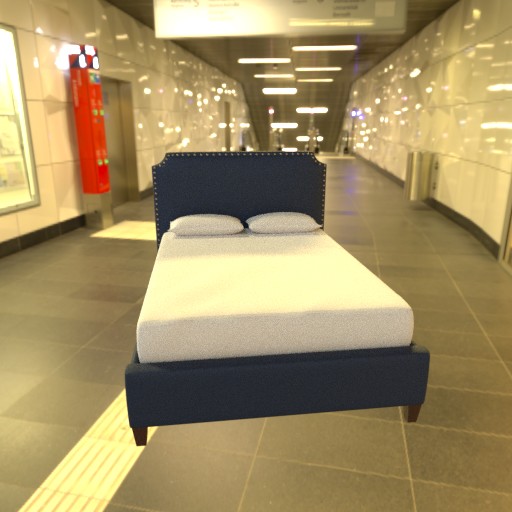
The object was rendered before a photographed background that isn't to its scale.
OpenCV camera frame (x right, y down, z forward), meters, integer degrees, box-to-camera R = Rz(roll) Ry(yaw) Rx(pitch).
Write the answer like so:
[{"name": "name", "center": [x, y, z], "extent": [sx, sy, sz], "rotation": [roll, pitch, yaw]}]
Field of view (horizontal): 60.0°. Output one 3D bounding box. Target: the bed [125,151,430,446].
[{"name": "bed", "center": [0.000, 0.000, 3.422], "extent": [1.712, 1.443, 2.372], "rotation": [-2, 17, -7]}]
